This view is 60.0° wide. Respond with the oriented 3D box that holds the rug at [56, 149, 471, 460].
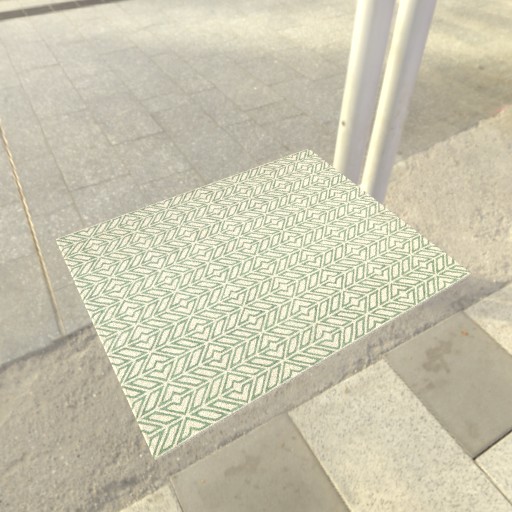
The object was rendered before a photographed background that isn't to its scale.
[{"bbox_3d":[0.000,0.000,4.132,3.050,0.017,2.441,-24,50,-22],"label":"rug"}]
